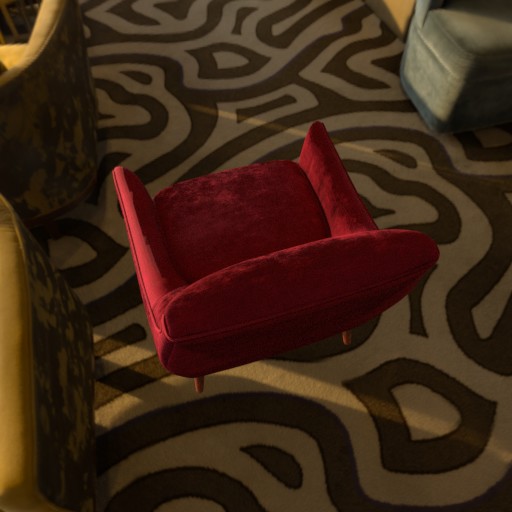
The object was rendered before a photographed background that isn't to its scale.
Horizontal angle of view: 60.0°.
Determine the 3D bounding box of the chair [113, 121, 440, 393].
[{"bbox_3d":[0.000,0.000,1.445,0.762,0.838,0.787,-15,58,-10],"label":"chair"}]
